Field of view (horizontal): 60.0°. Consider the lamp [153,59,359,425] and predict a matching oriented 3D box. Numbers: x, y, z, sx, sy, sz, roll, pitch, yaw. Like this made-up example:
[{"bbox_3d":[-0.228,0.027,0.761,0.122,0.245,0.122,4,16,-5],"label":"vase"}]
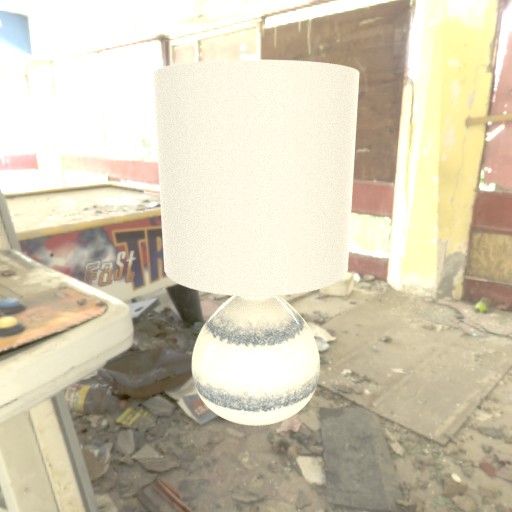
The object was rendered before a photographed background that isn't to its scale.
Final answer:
[{"bbox_3d":[0.000,0.000,0.531,0.216,0.404,0.216,-8,18,-26],"label":"lamp"}]
